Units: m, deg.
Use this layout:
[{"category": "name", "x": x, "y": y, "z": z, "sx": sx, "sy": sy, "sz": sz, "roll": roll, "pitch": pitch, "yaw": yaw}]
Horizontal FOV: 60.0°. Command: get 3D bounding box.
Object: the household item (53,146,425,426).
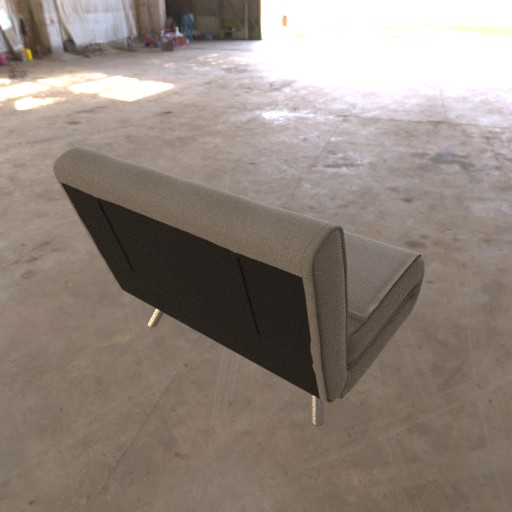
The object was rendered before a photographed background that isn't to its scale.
[{"category": "household item", "x": 0.000, "y": 0.000, "z": 1.627, "sx": 1.000, "sy": 0.800, "sz": 0.874, "roll": 21, "pitch": 36, "yaw": 32}]
